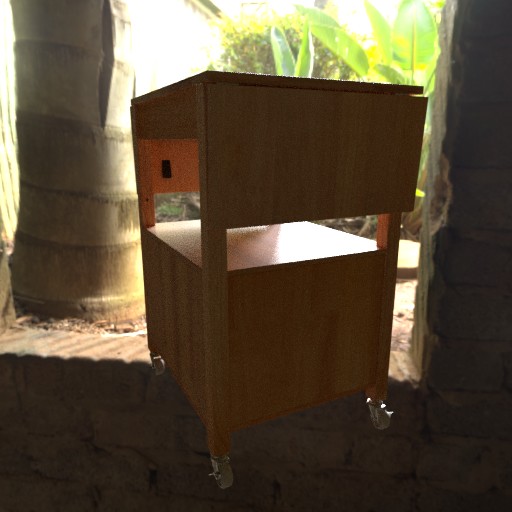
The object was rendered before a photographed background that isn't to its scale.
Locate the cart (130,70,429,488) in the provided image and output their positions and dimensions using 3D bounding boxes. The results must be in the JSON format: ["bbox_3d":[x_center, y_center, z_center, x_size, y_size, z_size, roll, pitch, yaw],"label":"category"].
[{"bbox_3d":[0.000,0.000,1.212,0.508,0.838,0.640,-7,16,-26],"label":"cart"}]
